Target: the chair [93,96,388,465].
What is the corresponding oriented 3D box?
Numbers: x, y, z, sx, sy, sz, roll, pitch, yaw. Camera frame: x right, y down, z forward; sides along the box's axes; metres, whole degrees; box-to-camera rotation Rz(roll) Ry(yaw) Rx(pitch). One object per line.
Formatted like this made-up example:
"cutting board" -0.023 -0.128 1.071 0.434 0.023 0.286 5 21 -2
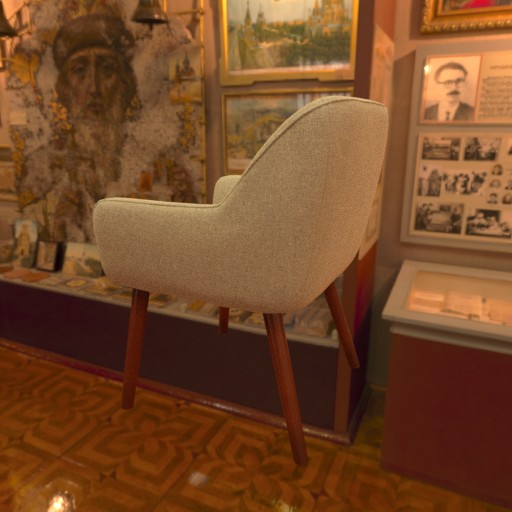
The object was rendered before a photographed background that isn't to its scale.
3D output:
"chair" 0.000 0.000 1.237 0.610 0.813 0.610 8 18 26
